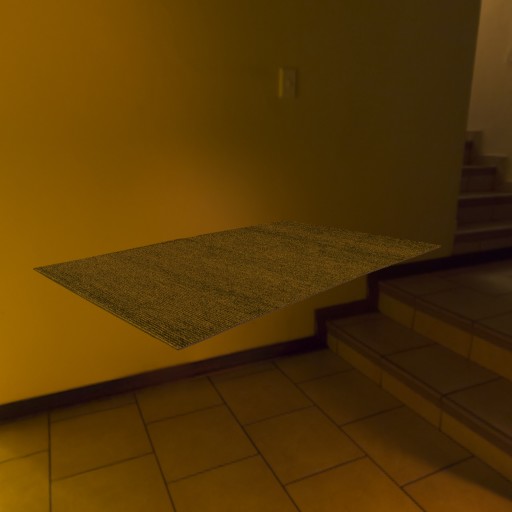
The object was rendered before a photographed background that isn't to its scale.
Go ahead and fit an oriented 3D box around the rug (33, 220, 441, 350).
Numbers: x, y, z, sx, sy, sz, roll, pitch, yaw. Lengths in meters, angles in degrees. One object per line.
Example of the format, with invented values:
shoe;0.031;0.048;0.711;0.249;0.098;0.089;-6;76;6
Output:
rug;0.000;0.000;2.256;1.777;0.021;1.145;-14;21;-43
